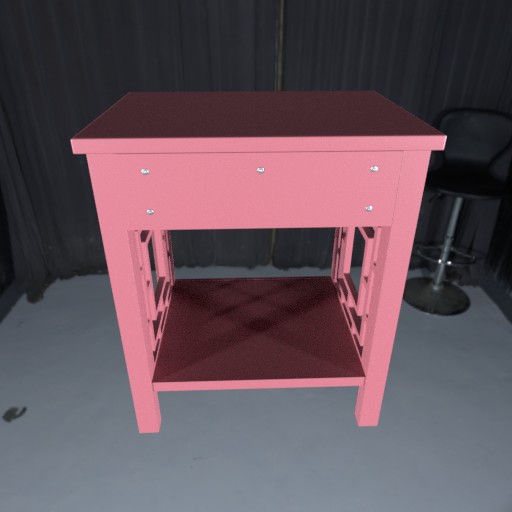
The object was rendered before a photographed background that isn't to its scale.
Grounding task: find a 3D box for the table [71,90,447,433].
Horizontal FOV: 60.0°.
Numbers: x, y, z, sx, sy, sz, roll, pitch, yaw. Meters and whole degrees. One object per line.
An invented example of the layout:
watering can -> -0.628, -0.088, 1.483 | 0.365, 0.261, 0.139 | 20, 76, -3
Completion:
table -> 0.000, 0.000, 1.068 | 0.599, 0.686, 0.451 | -1, 29, -2
